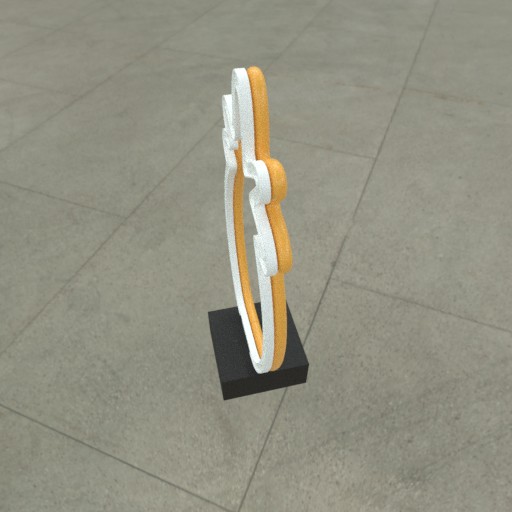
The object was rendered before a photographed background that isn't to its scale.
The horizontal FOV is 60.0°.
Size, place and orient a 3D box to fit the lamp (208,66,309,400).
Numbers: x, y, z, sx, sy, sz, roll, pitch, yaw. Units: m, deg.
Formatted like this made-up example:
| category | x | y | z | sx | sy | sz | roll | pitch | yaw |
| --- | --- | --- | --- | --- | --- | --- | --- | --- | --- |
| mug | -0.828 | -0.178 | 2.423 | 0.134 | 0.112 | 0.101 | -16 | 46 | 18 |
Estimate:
| category | x | y | z | sx | sy | sz | roll | pitch | yaw |
| --- | --- | --- | --- | --- | --- | --- | --- | --- | --- |
| lamp | 0.000 | 0.000 | 0.377 | 0.088 | 0.317 | 0.167 | -9 | 46 | -9 |
